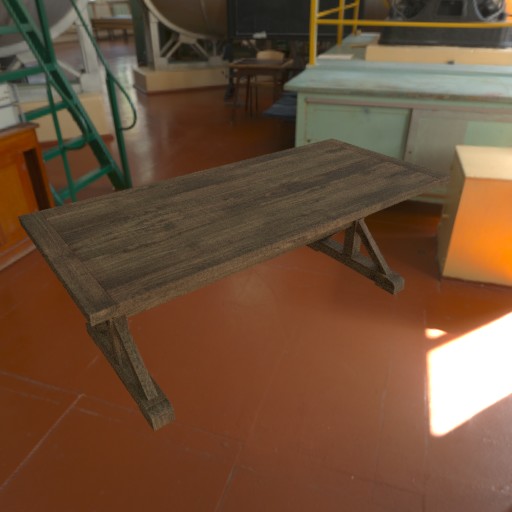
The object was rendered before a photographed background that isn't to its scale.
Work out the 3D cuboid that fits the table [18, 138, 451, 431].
[{"bbox_3d":[0.000,0.000,2.425,2.031,0.733,0.907,-22,37,-32],"label":"table"}]
